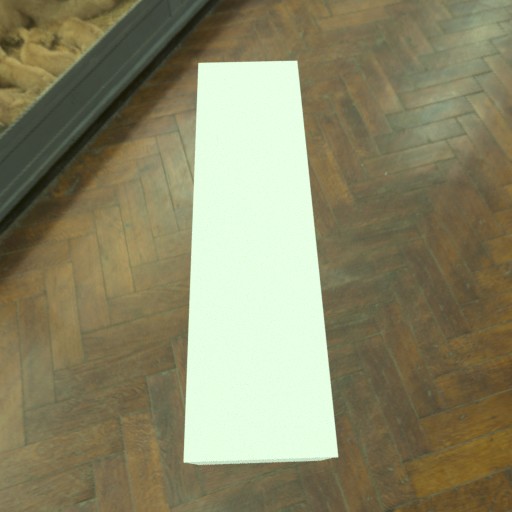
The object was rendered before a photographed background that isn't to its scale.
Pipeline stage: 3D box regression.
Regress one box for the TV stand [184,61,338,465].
[{"bbox_3d":[0.000,0.000,1.653,0.401,0.560,1.398,-2,64,-1],"label":"TV stand"}]
